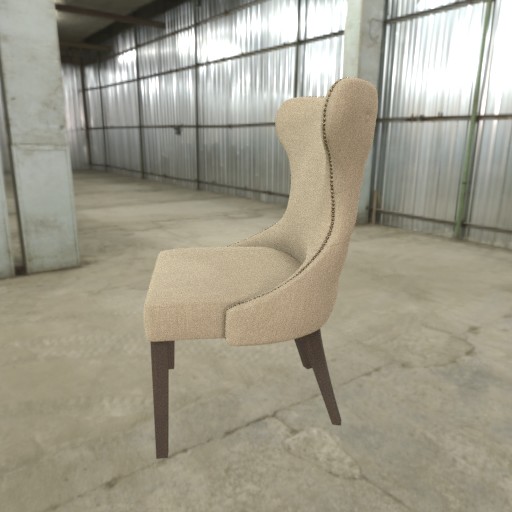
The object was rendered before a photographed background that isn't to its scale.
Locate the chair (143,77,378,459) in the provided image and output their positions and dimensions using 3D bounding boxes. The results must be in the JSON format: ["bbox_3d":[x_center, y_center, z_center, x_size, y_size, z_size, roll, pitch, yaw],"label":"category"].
[{"bbox_3d":[0.000,0.000,1.352,0.635,0.967,0.628,-2,15,-8],"label":"chair"}]
